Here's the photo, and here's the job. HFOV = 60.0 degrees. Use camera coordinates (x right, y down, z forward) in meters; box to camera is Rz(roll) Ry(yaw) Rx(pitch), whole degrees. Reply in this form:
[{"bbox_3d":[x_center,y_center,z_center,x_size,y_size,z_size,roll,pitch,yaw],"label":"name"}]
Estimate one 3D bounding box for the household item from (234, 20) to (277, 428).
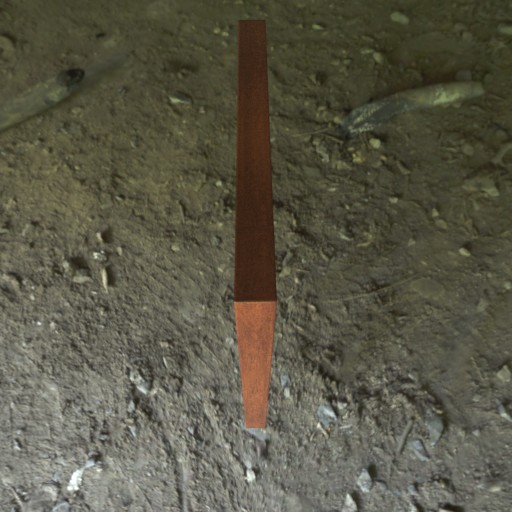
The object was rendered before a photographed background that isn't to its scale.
[{"bbox_3d":[0.000,0.000,0.337,0.020,0.250,0.200,-1,58,0],"label":"household item"}]
